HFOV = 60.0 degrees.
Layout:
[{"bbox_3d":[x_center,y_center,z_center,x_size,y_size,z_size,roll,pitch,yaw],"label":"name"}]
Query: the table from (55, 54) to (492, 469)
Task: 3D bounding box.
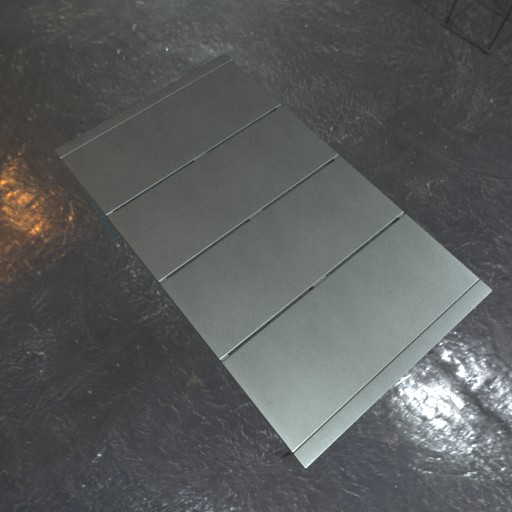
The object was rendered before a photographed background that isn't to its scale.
[{"bbox_3d":[0.000,0.000,1.266,0.559,0.460,0.965,-37,70,-16],"label":"table"}]
